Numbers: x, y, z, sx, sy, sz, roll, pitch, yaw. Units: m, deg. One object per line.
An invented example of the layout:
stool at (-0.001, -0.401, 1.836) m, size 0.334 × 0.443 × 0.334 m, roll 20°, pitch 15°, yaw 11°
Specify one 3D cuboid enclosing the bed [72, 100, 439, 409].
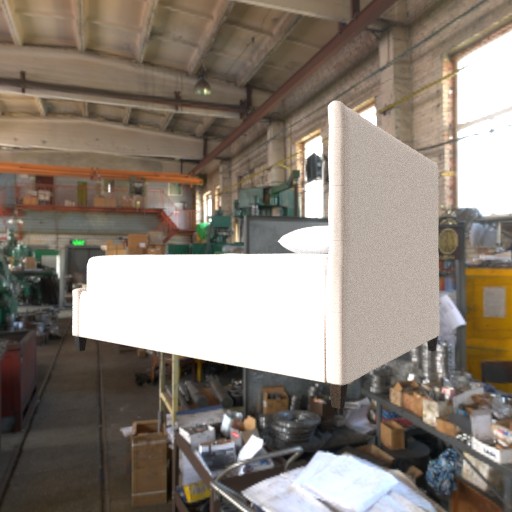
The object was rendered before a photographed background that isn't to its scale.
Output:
bed at (0.000, 0.000, 3.349) m, size 2.233 × 1.426 × 1.696 m, roll 0°, pitch 0°, yaw 37°
